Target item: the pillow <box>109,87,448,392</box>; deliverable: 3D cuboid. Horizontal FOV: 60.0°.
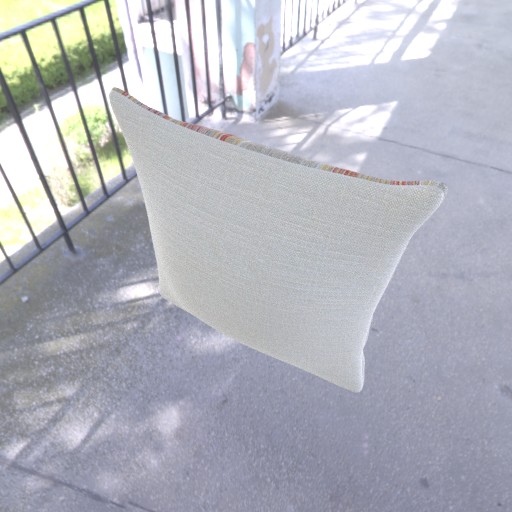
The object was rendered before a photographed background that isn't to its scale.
[{"bbox_3d":[0.000,0.000,0.686,0.451,0.449,0.191,23,51,20],"label":"pillow"}]
